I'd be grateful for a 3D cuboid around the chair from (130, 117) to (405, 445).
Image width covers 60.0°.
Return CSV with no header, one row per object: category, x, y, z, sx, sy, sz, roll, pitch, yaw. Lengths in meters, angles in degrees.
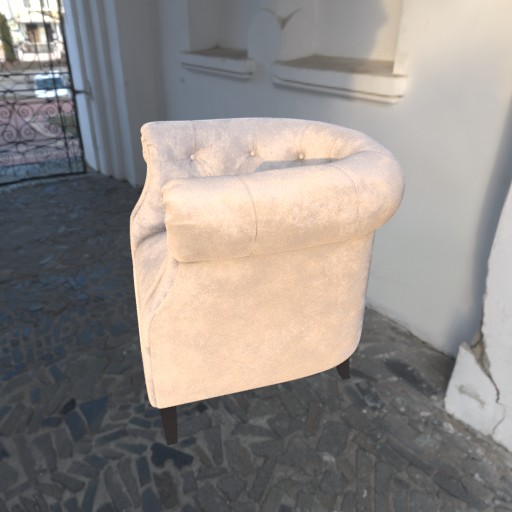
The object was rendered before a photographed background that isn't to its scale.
chair,0.000,0.000,1.559,0.851,0.826,0.904,-8,29,-15
